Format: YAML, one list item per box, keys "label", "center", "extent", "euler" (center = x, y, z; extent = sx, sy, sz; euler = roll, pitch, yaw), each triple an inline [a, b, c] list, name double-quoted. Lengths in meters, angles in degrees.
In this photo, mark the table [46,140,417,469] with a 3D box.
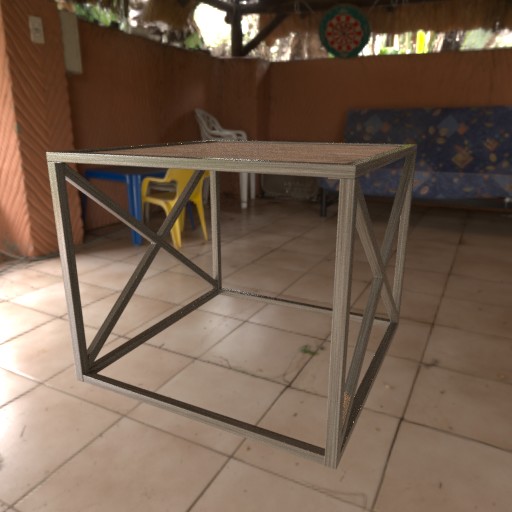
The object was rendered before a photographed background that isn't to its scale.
- label: "table"
  center: [0.000, 0.000, 1.067]
  extent: [0.609, 0.507, 0.611]
  euler: [8, 19, 25]
